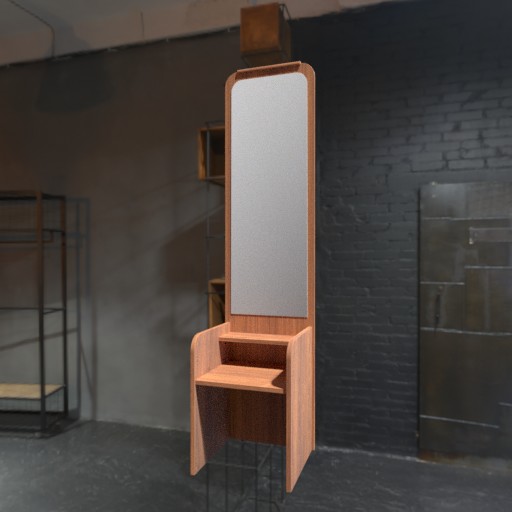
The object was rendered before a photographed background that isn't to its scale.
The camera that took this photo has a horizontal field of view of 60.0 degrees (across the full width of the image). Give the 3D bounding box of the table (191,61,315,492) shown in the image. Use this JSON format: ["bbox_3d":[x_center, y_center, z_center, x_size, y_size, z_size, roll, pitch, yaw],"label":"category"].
[{"bbox_3d":[0.000,0.000,1.966,0.450,1.830,0.420,0,0,19],"label":"table"}]
